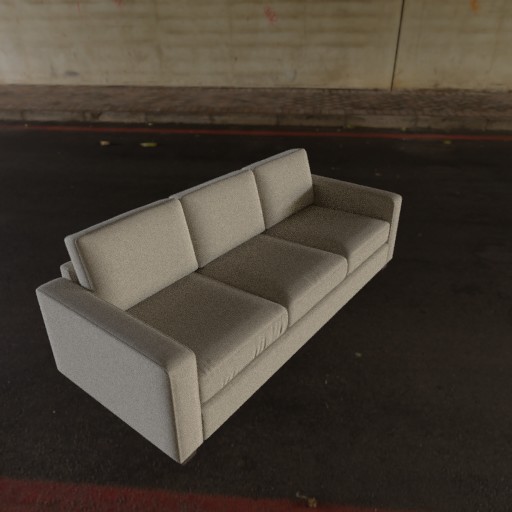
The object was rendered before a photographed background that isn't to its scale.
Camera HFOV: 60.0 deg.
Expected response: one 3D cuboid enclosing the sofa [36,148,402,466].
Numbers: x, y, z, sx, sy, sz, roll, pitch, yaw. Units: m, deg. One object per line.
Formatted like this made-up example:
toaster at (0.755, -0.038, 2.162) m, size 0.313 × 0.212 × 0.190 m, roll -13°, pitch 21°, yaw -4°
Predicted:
sofa at (0.000, 0.000, 2.585) m, size 0.900 × 0.800 × 2.160 m, roll 20°, pitch 35°, yaw 32°
